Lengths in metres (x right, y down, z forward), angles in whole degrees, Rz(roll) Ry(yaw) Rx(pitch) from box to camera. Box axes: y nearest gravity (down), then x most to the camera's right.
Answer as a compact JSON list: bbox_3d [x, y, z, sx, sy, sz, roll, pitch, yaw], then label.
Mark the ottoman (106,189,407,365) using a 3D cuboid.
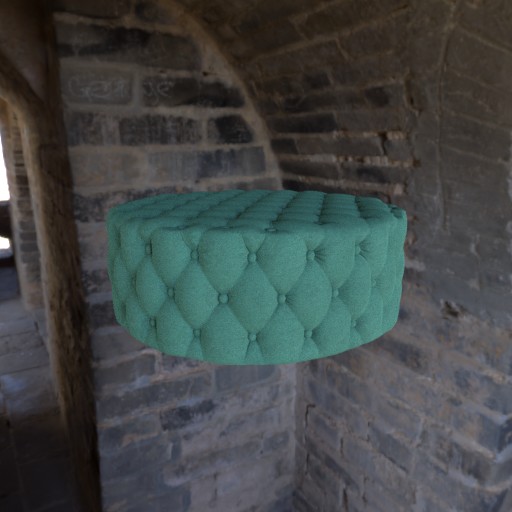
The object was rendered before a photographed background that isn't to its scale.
[{"bbox_3d":[0.000,0.000,1.555,0.998,0.399,0.998,0,14,0],"label":"ottoman"}]
